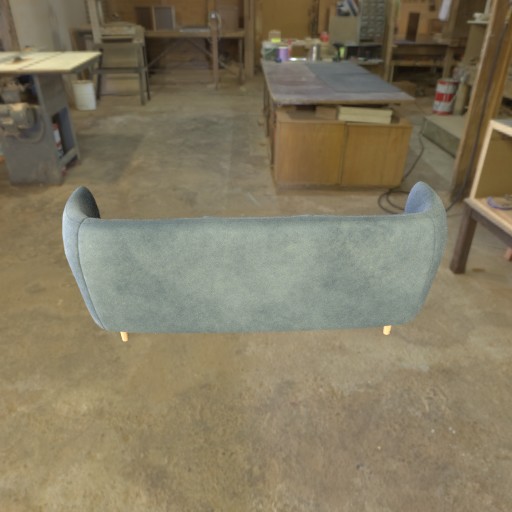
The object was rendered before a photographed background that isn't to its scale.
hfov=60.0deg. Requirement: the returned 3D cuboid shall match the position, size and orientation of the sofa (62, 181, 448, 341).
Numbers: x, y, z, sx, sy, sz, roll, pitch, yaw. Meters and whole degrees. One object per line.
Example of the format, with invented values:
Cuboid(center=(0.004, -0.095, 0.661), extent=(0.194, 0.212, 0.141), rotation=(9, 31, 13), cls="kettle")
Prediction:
Cuboid(center=(0.000, 0.000, 2.488), extent=(2.095, 0.795, 0.849), rotation=(-1, 30, -2), cls="sofa")
